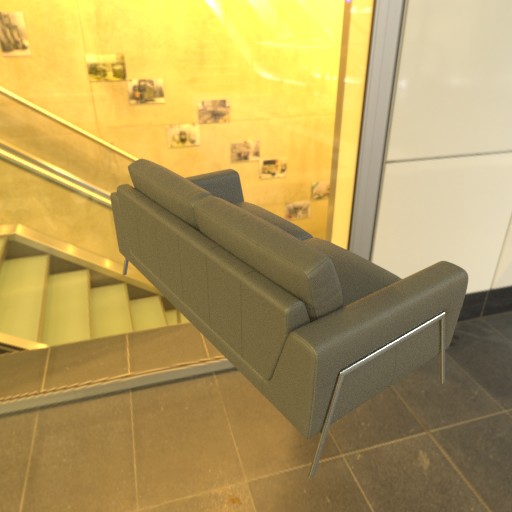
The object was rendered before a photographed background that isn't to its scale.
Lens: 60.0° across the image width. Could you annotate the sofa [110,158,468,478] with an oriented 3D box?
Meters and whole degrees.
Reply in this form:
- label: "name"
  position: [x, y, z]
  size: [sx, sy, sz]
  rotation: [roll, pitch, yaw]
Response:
- label: "sofa"
  position: [0.000, 0.000, 2.537]
  size: [0.953, 0.875, 2.017]
  rotation: [-19, 33, -31]
